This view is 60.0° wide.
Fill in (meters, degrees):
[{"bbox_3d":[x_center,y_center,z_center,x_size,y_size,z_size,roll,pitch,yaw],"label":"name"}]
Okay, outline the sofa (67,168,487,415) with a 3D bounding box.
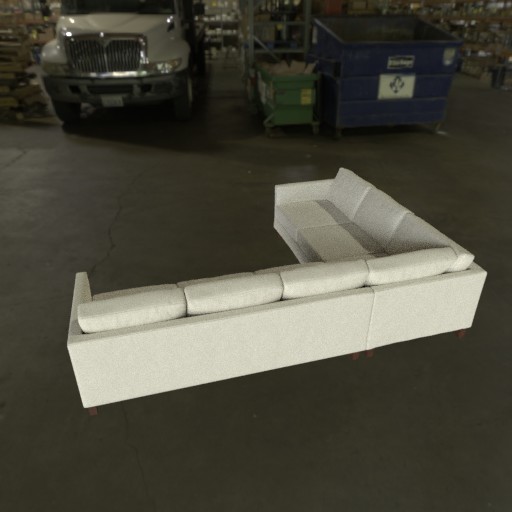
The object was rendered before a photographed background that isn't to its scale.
[{"bbox_3d":[0.000,0.000,4.282,3.182,0.863,2.432,-8,30,-14],"label":"sofa"}]
